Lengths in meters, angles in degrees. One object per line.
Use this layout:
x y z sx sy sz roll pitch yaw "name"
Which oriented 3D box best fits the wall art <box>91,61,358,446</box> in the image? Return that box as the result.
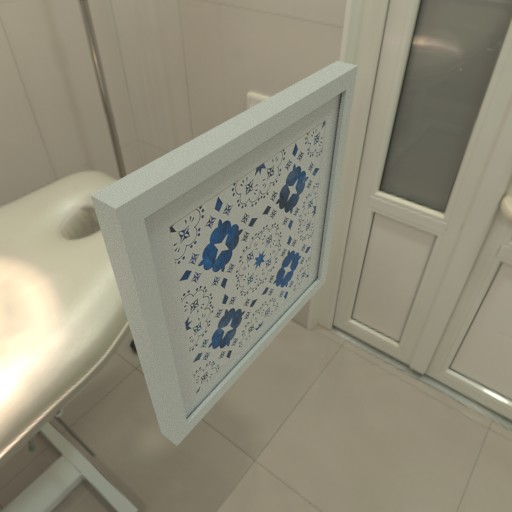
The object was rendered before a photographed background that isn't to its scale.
0.000 0.000 0.533 0.027 0.355 0.355 27 48 27 "wall art"
